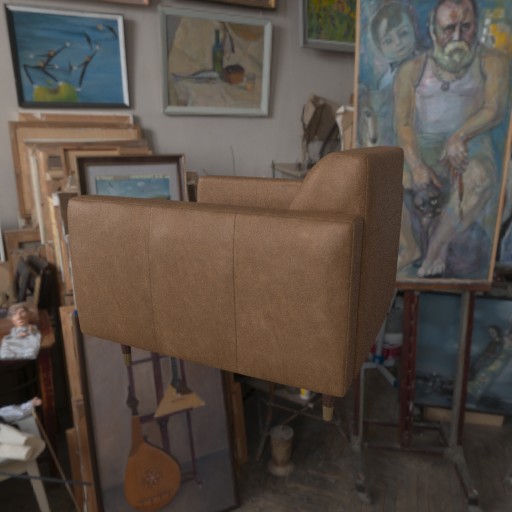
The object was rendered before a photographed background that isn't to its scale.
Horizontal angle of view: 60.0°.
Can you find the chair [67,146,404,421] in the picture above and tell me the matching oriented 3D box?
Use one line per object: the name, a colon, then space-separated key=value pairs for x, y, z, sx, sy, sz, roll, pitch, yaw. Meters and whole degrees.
chair: x=0.000 y=0.000 z=1.710 sx=0.998 sy=0.819 sz=0.953 roll=7 pitch=17 yaw=24
